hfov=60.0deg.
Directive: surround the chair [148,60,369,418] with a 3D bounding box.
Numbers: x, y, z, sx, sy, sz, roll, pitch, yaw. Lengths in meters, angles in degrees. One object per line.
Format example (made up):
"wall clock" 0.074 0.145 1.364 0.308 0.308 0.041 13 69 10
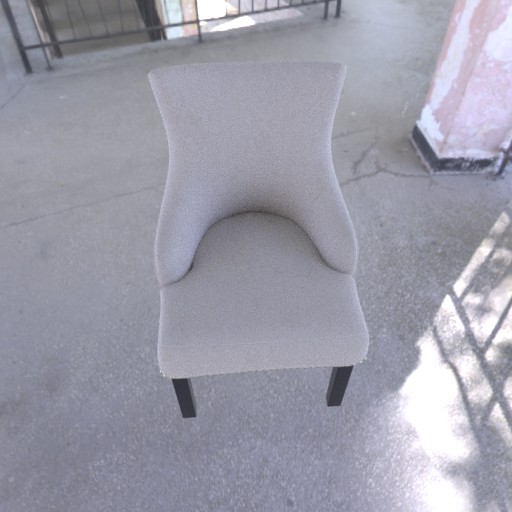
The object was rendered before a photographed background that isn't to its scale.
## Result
"chair" 0.000 0.000 1.297 0.566 0.909 0.629 -3 47 -3
